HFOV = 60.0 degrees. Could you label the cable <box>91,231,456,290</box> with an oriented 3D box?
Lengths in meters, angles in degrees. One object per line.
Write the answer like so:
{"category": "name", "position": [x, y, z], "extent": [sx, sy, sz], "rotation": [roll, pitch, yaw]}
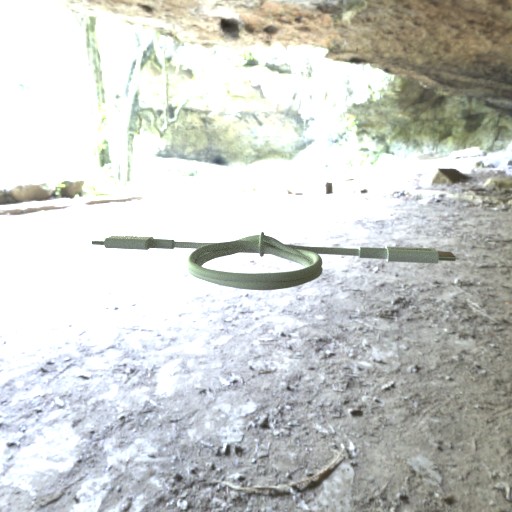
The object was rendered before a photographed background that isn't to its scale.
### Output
{"category": "cable", "position": [0.000, 0.000, 0.224], "extent": [0.203, 0.014, 0.070], "rotation": [3, 17, 8]}
